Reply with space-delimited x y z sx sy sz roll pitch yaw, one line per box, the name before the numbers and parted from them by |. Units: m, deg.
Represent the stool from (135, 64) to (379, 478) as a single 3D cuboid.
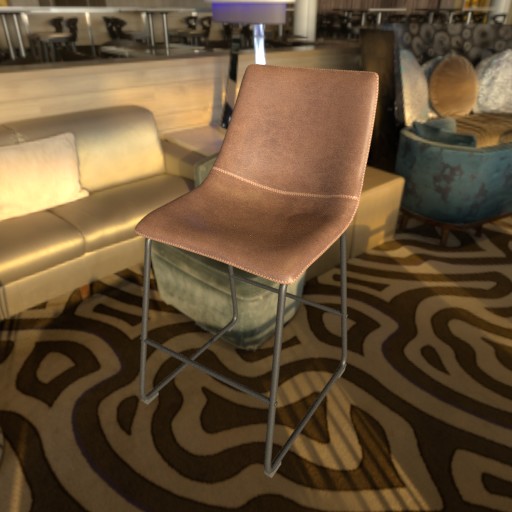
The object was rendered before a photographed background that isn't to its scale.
stool | 0.000 0.000 1.184 0.460 0.890 0.550 18 33 29
